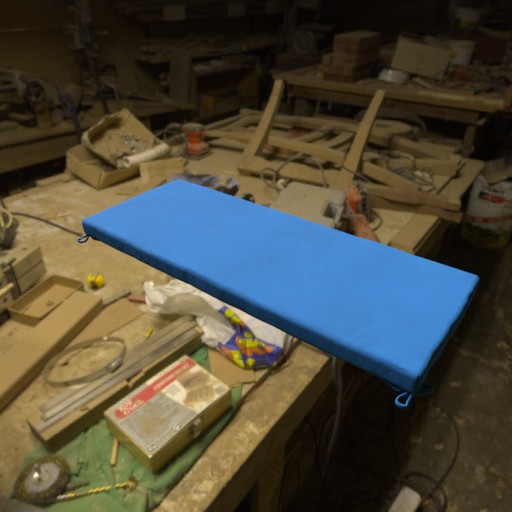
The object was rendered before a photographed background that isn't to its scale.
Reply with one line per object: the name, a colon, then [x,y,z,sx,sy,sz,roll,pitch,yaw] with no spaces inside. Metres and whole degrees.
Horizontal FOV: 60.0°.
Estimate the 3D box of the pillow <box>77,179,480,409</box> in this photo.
pillow: [0.000,0.000,1.325,1.187,0.081,0.492,22,38,31]
